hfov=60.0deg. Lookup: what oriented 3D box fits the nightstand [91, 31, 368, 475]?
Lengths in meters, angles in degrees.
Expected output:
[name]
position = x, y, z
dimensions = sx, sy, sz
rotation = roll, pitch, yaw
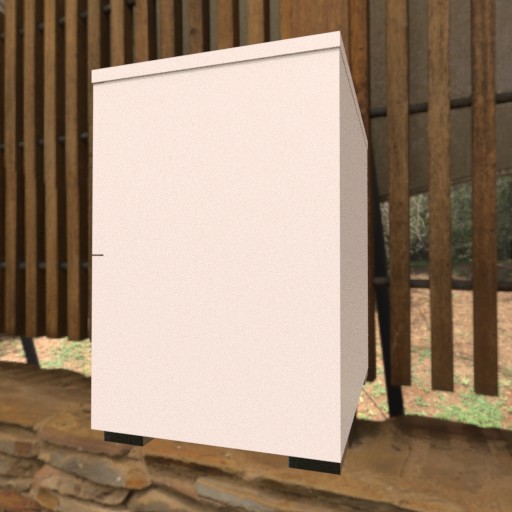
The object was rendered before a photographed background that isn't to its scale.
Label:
[nightstand]
position = 0.000, 0.000, 0.718
dimensions = 0.325, 0.460, 0.441
rotation = 0, -1, 18
